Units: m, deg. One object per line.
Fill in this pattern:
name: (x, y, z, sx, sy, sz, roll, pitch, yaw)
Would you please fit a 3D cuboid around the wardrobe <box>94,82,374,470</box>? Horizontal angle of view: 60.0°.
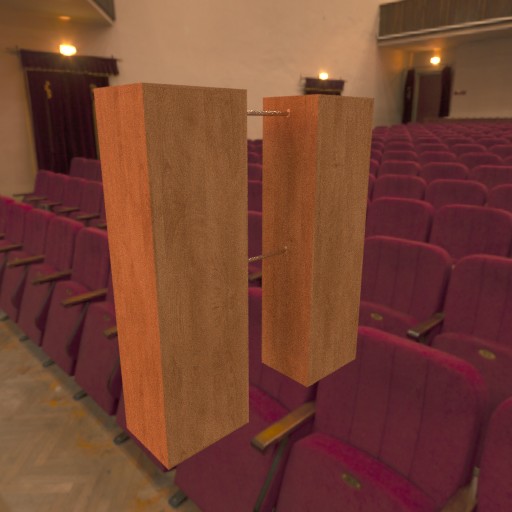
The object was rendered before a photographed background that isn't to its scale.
wardrobe: (0.000, 0.000, 2.909, 1.770, 2.000, 0.480, -15, 22, -41)
